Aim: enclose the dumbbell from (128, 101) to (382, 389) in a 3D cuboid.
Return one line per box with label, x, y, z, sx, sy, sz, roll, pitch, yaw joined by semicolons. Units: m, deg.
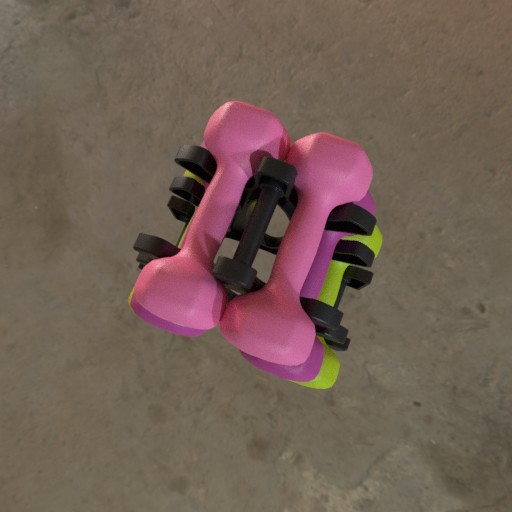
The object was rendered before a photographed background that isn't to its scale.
dumbbell;0.000;0.000;0.440;0.257;0.261;0.203;21;79;5
